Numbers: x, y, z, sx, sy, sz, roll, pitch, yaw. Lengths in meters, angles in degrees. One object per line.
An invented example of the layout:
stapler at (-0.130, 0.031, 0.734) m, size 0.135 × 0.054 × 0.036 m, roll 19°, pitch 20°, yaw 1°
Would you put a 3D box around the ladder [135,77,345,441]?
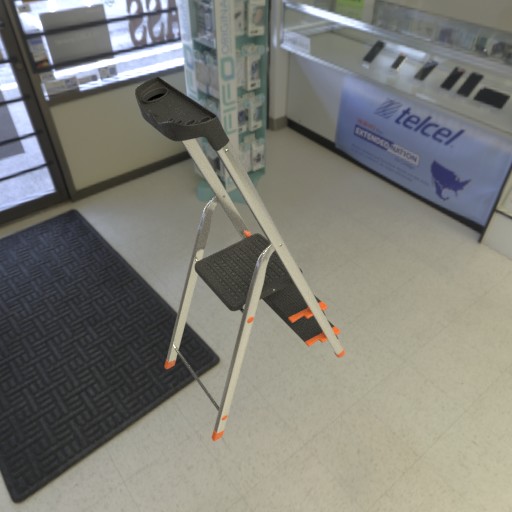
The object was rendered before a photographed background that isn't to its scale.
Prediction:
ladder at (0.000, 0.000, 1.536) m, size 0.686 × 1.229 × 0.416 m, roll -26°, pitch 48°, yaw -26°
